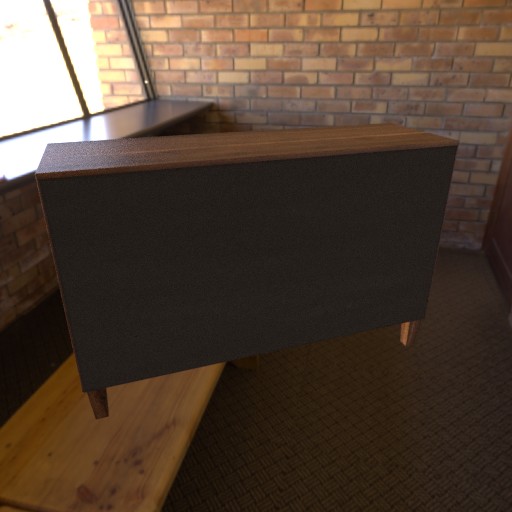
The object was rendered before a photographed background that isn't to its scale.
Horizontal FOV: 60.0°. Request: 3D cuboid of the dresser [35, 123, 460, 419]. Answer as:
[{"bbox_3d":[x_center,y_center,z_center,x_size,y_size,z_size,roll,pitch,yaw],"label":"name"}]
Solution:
[{"bbox_3d":[0.000,0.000,1.754,1.387,0.892,0.438,-8,27,-17],"label":"dresser"}]
